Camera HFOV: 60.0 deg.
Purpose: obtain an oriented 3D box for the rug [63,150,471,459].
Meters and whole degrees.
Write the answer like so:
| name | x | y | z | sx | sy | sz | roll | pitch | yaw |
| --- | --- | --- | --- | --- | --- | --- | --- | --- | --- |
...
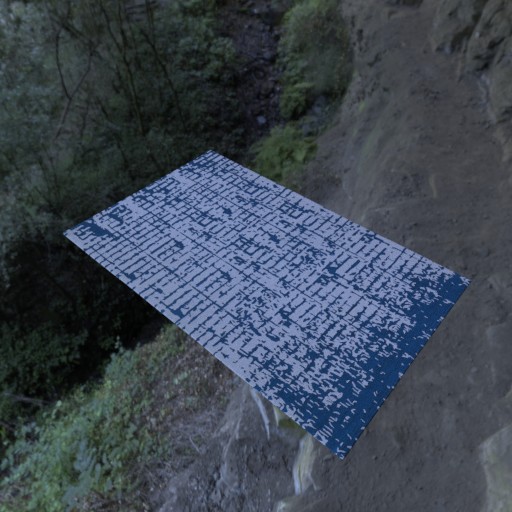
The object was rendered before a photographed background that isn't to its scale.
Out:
| name | x | y | z | sx | sy | sz | roll | pitch | yaw |
| --- | --- | --- | --- | --- | --- | --- | --- | --- | --- |
| rug | 0.000 | 0.000 | 3.075 | 2.435 | 0.011 | 1.517 | 32 | 53 | 28 |
